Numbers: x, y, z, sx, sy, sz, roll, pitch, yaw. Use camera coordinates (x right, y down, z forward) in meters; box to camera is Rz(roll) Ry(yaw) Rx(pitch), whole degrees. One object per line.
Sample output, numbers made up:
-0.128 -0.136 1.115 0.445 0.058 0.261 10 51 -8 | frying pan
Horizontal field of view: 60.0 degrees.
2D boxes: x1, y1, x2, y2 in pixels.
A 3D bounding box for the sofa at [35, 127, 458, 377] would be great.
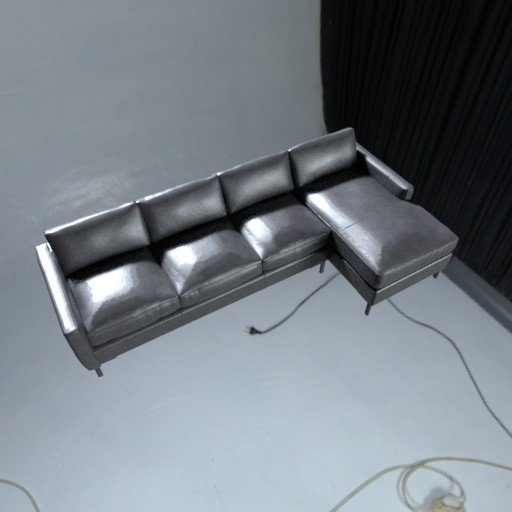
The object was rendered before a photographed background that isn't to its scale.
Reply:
0.000 0.000 3.532 2.993 0.859 1.471 -23 51 -20 | sofa
